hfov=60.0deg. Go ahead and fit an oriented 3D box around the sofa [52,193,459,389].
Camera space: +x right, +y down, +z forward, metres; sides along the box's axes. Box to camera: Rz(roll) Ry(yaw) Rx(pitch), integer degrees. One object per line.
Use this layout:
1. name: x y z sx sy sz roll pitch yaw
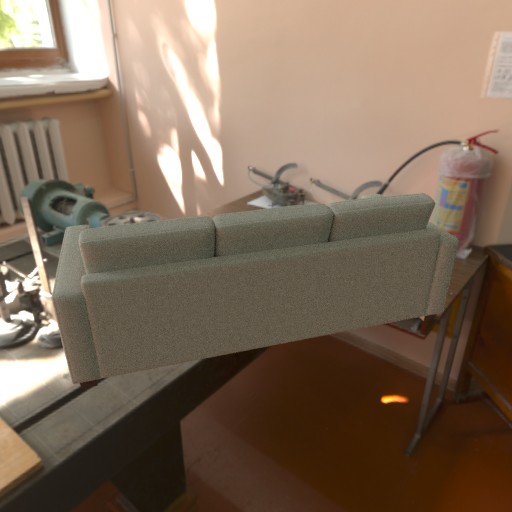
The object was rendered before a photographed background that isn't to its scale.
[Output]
1. sofa: 0.000 0.000 2.670 2.160 0.800 0.900 -8 27 -15
